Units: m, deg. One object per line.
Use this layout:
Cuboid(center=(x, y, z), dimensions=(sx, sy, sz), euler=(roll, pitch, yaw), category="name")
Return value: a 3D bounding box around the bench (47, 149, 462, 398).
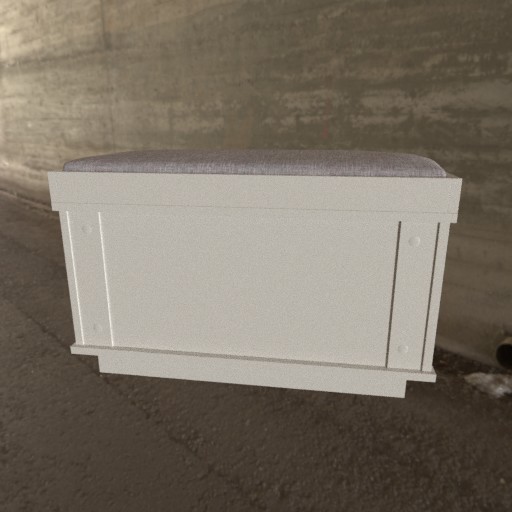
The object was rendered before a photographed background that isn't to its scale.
Cuboid(center=(0.000, 0.000, 1.004), dimensions=(0.734, 0.461, 0.362), euler=(2, 17, 8), category="bench")
